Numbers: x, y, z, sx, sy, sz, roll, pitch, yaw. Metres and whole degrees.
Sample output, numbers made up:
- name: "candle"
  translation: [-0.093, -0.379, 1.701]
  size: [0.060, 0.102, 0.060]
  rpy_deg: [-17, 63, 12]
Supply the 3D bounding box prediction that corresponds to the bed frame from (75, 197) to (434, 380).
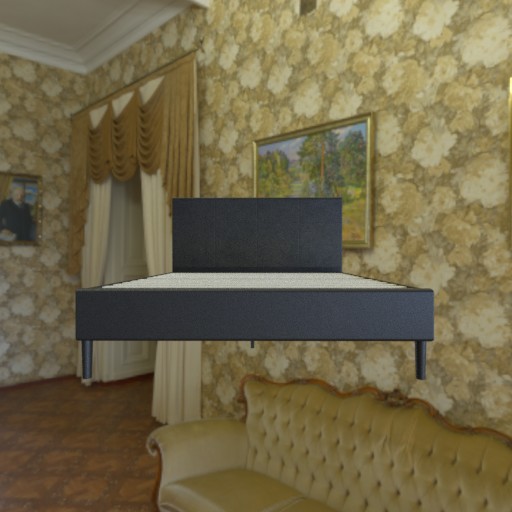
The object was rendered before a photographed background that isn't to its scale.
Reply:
- name: "bed frame"
  translation: [0.000, 0.000, 3.167]
  size: [1.634, 1.127, 2.318]
  rpy_deg: [0, 0, 0]
